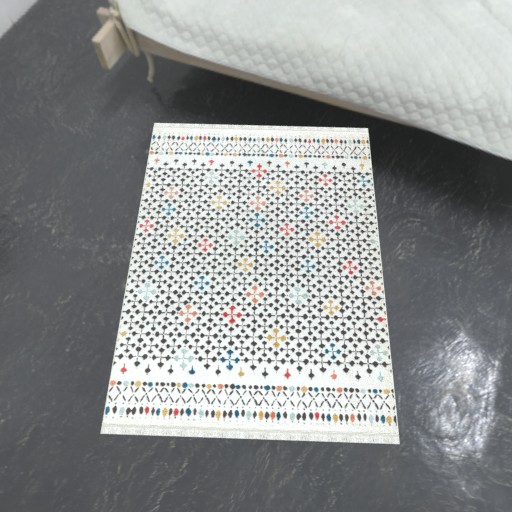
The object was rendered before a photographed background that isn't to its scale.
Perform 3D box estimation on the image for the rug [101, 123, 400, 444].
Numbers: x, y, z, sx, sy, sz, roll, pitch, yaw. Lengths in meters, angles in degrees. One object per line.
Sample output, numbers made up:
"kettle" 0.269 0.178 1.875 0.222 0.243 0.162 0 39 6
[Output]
"rug" 0.000 0.000 4.182 2.354 0.007 3.196 2 64 1
